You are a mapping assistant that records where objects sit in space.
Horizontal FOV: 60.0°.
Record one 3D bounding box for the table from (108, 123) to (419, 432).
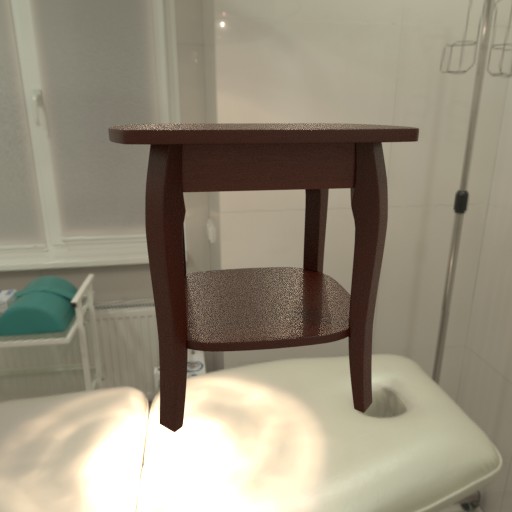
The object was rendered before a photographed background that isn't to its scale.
[{"bbox_3d":[0.000,0.000,0.878,0.502,0.496,0.433,-3,18,-8],"label":"table"}]
